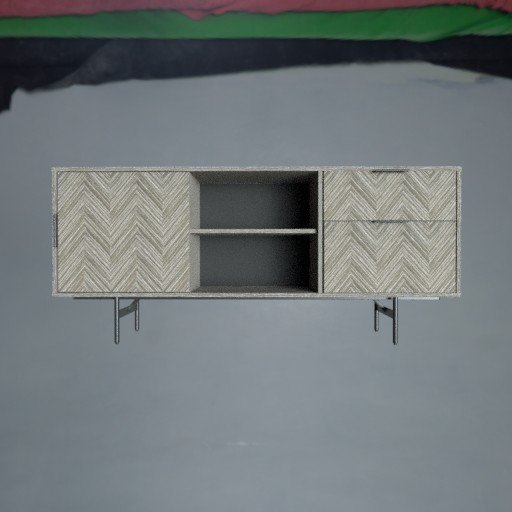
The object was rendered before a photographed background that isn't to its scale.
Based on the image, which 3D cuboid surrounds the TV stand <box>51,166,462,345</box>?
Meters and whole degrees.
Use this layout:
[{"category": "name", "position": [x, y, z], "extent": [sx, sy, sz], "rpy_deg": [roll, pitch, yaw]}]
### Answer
[{"category": "TV stand", "position": [0.000, 0.000, 2.121], "extent": [1.804, 0.787, 0.405], "rpy_deg": [0, 1, 1]}]
